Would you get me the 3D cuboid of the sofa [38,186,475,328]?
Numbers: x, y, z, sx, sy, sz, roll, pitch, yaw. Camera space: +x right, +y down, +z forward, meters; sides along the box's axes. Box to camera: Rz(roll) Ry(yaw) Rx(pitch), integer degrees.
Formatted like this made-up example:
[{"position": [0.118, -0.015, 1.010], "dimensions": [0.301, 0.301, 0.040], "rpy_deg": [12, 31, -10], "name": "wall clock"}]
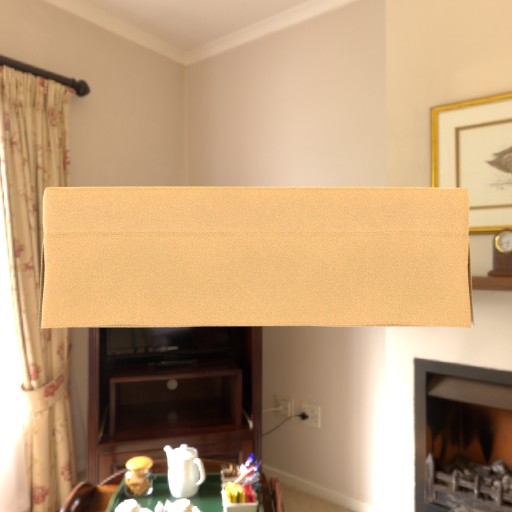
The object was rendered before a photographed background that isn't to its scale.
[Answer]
[{"position": [0.000, 0.000, 2.090], "dimensions": [1.677, 0.552, 0.939], "rpy_deg": [0, -1, -1], "name": "sofa"}]
